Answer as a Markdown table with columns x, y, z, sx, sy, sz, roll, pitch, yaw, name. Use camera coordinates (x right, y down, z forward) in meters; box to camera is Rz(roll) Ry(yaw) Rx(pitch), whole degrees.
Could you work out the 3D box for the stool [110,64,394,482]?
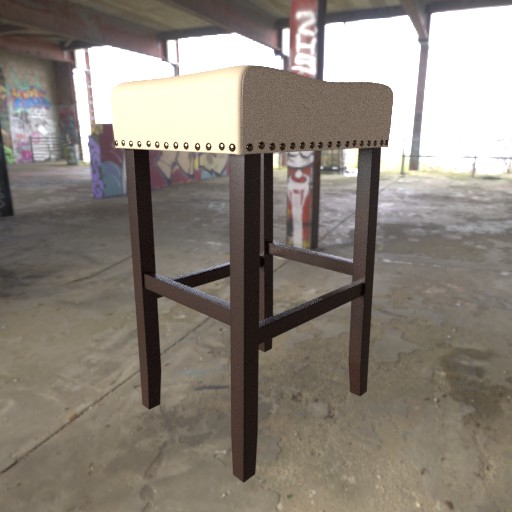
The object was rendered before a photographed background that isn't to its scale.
| x | y | z | sx | sy | sz | roll | pitch | yaw | name |
| --- | --- | --- | --- | --- | --- | --- | --- | --- | --- |
| 0.000 | 0.000 | 1.036 | 0.401 | 0.762 | 0.471 | 15 | 22 | 42 | stool |
